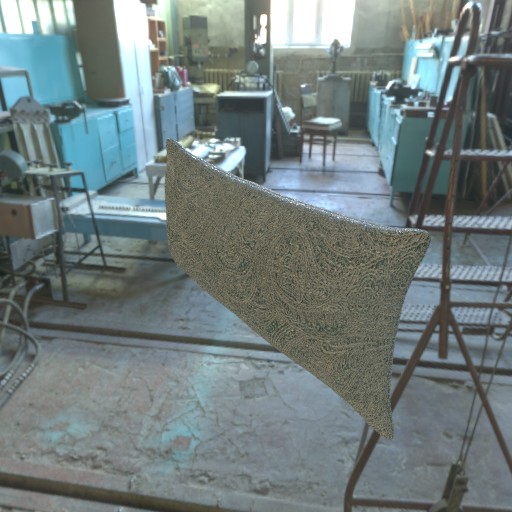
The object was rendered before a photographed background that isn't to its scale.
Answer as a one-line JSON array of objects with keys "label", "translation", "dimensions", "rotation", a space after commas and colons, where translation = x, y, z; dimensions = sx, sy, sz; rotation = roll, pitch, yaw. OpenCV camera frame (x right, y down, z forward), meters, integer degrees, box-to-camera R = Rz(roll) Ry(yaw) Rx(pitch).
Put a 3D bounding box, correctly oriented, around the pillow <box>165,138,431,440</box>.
[{"label": "pillow", "translation": [0.000, 0.000, 0.742], "dimensions": [0.151, 0.295, 0.615], "rotation": [-17, 31, -32]}]
